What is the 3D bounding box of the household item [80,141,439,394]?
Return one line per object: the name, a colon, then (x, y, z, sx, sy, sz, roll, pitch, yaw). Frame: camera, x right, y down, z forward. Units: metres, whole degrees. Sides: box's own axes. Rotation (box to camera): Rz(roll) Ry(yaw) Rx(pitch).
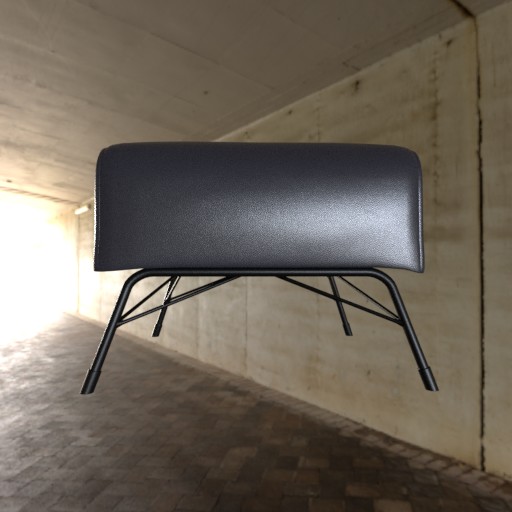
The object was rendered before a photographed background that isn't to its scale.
household item: (0.000, 0.000, 0.914, 0.530, 0.410, 0.530, 0, -1, -2)
